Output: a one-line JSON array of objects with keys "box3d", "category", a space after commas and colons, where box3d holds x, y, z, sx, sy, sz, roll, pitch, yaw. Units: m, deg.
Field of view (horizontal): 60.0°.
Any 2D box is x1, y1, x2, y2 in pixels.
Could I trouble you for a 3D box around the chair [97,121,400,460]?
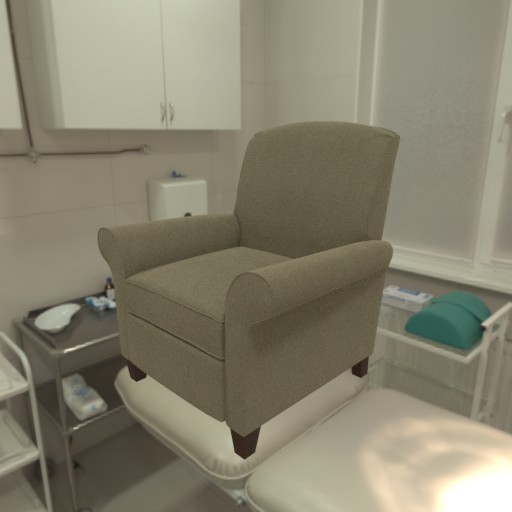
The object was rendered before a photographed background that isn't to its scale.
[{"box3d": [0.000, 0.000, 1.801, 0.978, 1.061, 0.905, 15, 22, 42], "category": "chair"}]
